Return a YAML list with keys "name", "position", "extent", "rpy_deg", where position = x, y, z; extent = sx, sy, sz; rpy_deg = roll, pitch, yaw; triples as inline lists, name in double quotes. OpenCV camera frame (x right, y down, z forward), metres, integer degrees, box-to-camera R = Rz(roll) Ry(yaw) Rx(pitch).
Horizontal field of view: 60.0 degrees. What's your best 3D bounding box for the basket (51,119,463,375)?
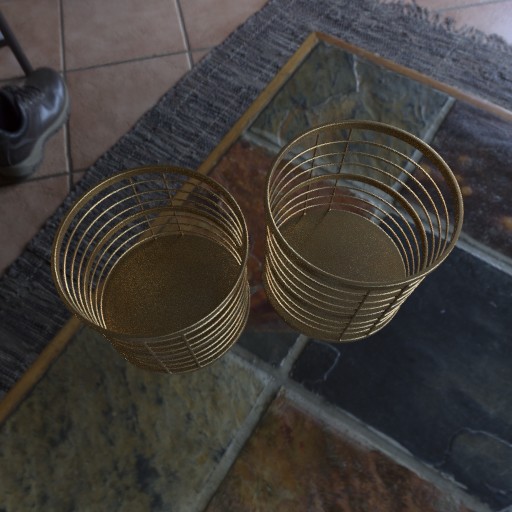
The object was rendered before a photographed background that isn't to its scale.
- name: "basket"
  position: [0.000, 0.000, 0.937]
  extent: [0.746, 0.351, 0.356]
  rpy_deg: [-10, 65, -5]
